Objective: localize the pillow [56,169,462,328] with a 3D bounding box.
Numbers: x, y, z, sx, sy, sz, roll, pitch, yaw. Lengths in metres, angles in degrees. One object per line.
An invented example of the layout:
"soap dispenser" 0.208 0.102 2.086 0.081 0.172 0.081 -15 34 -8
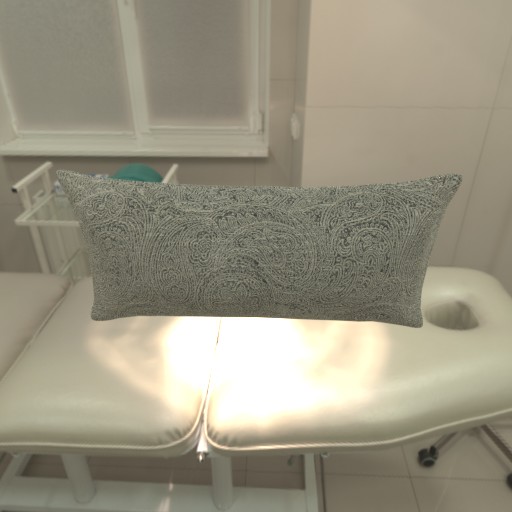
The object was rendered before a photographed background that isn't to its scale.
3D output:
"pillow" 0.000 0.000 0.743 0.615 0.295 0.151 1 31 2
